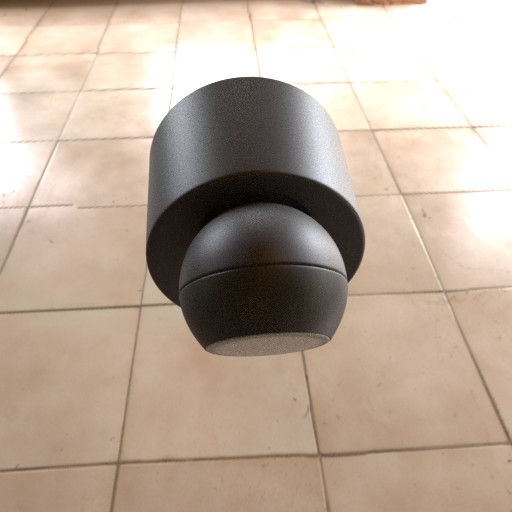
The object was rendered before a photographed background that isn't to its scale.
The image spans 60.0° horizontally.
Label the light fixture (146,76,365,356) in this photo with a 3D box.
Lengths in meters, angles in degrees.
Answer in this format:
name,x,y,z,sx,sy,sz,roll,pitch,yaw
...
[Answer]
name,x,y,z,sx,sy,sz,roll,pitch,yaw
light fixture,0.000,0.000,0.261,0.134,0.143,0.160,-3,47,-3
